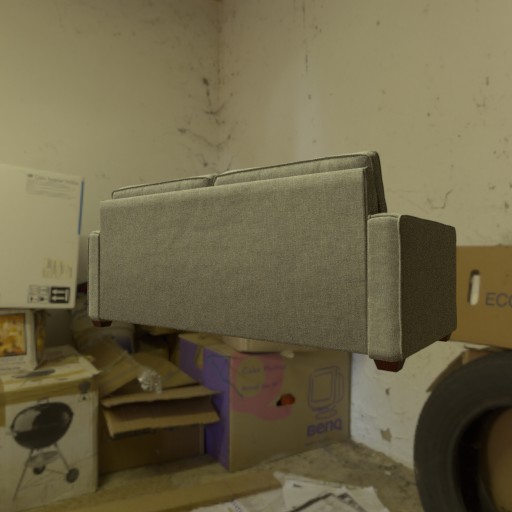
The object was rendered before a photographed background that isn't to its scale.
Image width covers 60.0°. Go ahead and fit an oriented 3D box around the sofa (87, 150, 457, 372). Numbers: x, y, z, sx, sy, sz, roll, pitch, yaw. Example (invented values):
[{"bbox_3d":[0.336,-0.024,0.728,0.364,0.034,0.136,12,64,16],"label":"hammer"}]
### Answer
[{"bbox_3d":[0.000,0.000,2.653,2.078,0.918,0.945,0,0,36],"label":"sofa"}]
